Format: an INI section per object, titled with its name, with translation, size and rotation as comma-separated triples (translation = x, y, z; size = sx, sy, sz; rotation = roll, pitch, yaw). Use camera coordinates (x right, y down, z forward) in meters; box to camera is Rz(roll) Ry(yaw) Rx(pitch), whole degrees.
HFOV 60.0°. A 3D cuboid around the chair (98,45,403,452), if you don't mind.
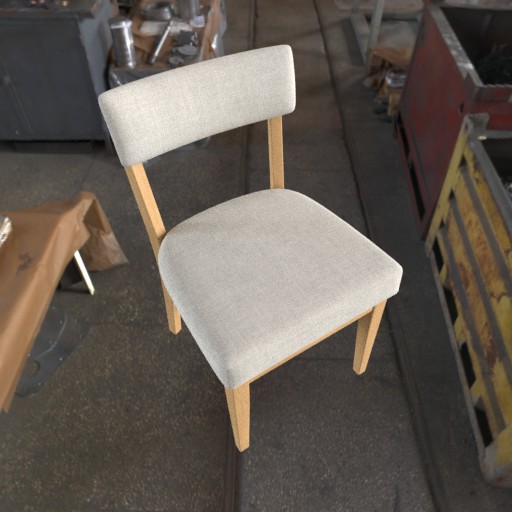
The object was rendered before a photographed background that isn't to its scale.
[chair]
translation = 0.000, 0.000, 1.160
size = 0.508, 0.832, 0.572
rotation = -25, 52, -22
